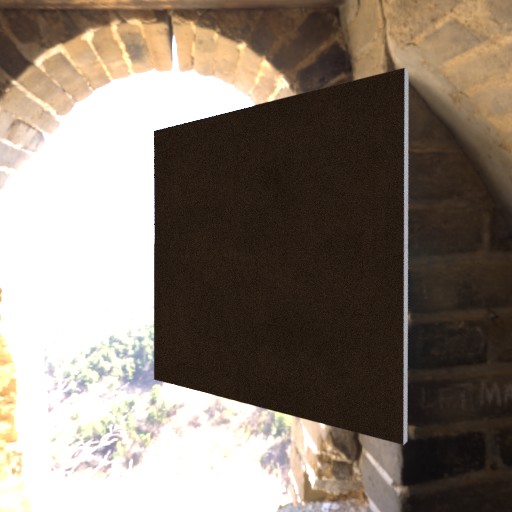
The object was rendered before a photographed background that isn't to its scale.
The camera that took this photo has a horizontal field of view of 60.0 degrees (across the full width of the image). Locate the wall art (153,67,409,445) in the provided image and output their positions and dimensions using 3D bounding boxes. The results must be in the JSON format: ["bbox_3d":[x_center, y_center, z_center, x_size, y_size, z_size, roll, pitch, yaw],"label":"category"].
[{"bbox_3d":[0.000,0.000,0.983,0.664,0.661,0.020,0,1,37],"label":"wall art"}]
